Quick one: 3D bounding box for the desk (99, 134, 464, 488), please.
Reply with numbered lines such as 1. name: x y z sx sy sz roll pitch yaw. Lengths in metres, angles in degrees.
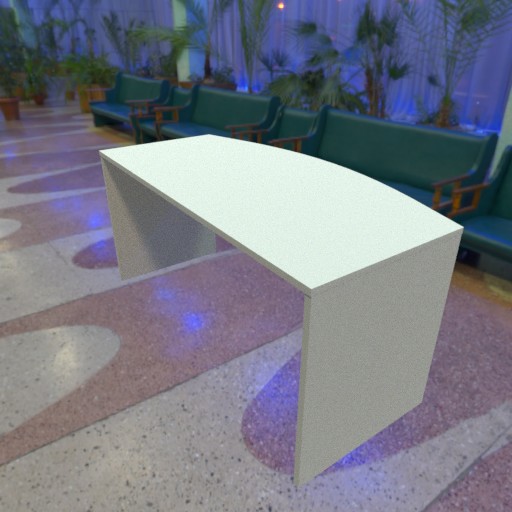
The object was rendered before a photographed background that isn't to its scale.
1. desk: 0.000 0.000 2.024 0.802 0.750 1.600 -18 33 -31
